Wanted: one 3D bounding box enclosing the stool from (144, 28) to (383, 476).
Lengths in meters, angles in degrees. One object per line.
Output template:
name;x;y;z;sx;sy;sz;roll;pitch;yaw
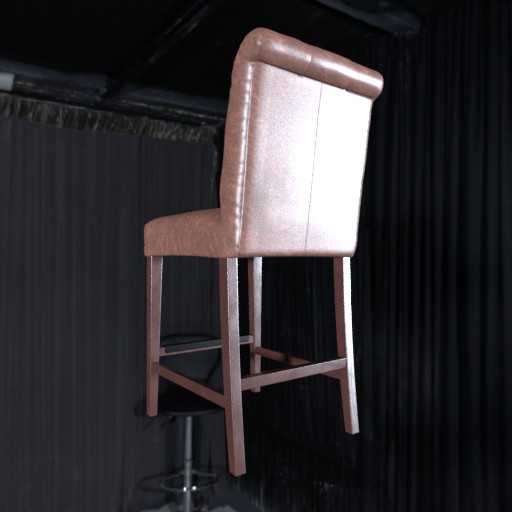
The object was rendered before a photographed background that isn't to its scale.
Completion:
stool;0.000;0.000;1.404;0.486;1.084;0.660;0;0;-37
